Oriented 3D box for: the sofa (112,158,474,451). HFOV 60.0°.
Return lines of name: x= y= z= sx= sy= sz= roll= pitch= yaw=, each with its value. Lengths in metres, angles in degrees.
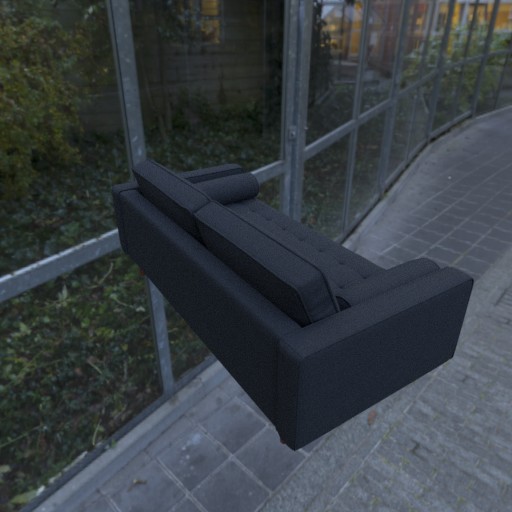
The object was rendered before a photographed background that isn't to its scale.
sofa: x=0.000 y=0.000 z=2.326 sx=0.914 sy=0.759 sz=1.875 roll=-17 pitch=33 yaw=-29
